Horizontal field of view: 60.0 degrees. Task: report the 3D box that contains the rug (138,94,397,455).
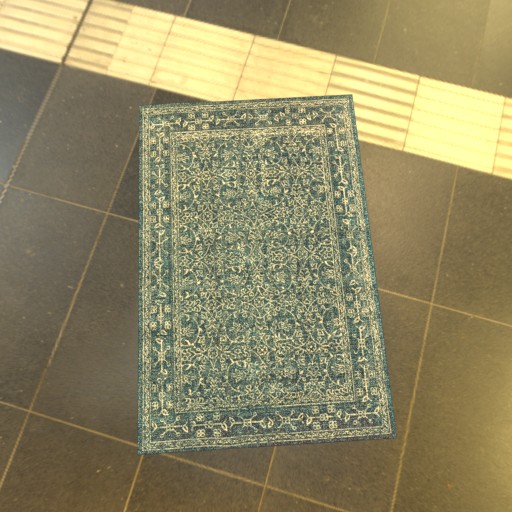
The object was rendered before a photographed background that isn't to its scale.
[{"bbox_3d":[0.000,0.000,2.269,1.200,0.005,1.819,-3,76,-1],"label":"rug"}]
